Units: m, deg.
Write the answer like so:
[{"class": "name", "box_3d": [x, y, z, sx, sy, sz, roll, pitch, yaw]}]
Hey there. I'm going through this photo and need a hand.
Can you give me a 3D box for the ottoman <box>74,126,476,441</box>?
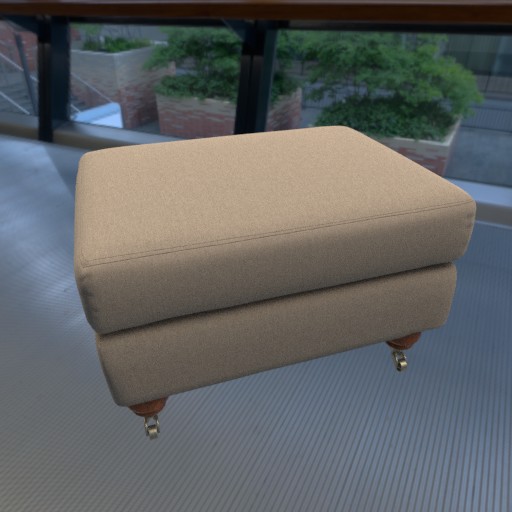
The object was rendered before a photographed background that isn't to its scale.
[{"class": "ottoman", "box_3d": [0.000, 0.000, 1.085, 0.773, 0.497, 0.574, -10, 33, -16]}]
